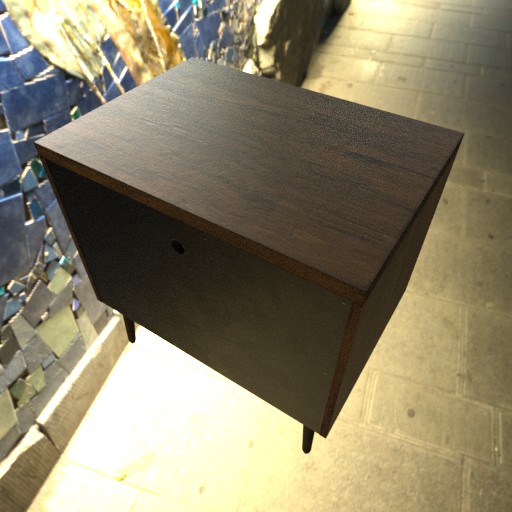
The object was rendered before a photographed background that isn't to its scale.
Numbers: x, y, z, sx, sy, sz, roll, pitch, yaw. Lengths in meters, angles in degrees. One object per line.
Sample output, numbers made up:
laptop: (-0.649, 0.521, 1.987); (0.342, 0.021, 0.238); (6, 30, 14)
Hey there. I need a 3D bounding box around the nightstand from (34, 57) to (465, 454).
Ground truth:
nightstand: (0.000, 0.000, 0.993); (0.610, 0.610, 0.458); (25, 51, 22)
